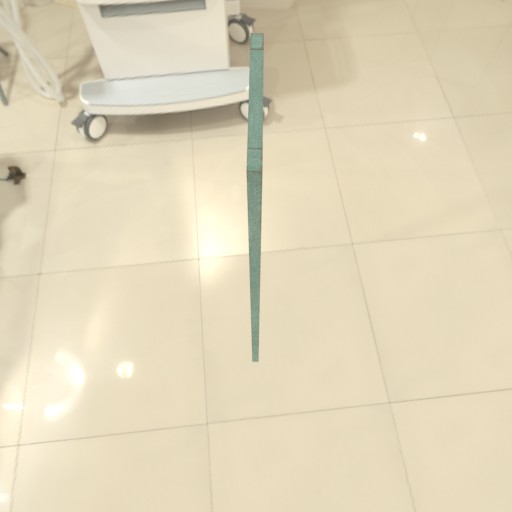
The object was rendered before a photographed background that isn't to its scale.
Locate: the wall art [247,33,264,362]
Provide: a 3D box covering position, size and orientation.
[{"bbox_3d":[0.000,0.000,1.311,0.025,1.219,0.329,1,63,0],"label":"wall art"}]
